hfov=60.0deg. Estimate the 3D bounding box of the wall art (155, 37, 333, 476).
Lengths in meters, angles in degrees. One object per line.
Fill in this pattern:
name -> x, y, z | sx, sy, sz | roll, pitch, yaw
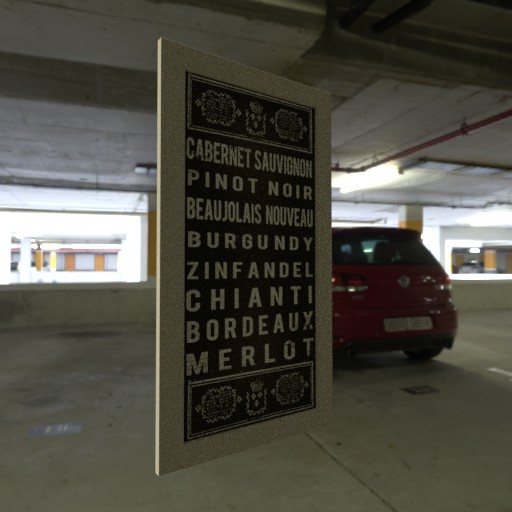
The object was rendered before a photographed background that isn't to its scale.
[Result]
wall art -> 0.000, 0.000, 0.807 | 0.380, 0.683, 0.013 | 1, -2, -36
